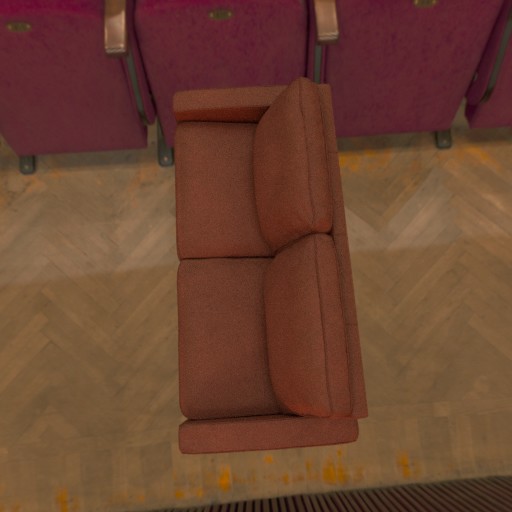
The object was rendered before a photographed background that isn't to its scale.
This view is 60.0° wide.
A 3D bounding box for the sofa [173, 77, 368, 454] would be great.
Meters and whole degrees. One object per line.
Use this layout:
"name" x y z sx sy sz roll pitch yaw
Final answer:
"sofa" 0.000 0.000 2.584 0.940 0.919 2.080 -3 76 -1
